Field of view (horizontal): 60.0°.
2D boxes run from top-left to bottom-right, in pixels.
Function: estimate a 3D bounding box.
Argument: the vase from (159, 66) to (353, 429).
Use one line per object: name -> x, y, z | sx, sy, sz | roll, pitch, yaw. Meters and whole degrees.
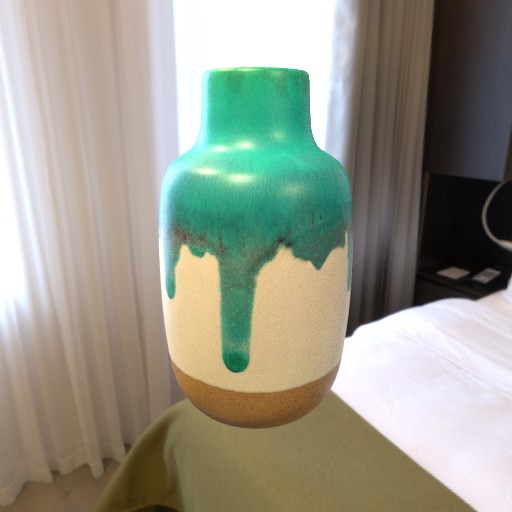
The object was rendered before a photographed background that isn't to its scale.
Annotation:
vase -> 0.000, 0.000, 0.248 | 0.106, 0.192, 0.106 | 0, 18, 0
